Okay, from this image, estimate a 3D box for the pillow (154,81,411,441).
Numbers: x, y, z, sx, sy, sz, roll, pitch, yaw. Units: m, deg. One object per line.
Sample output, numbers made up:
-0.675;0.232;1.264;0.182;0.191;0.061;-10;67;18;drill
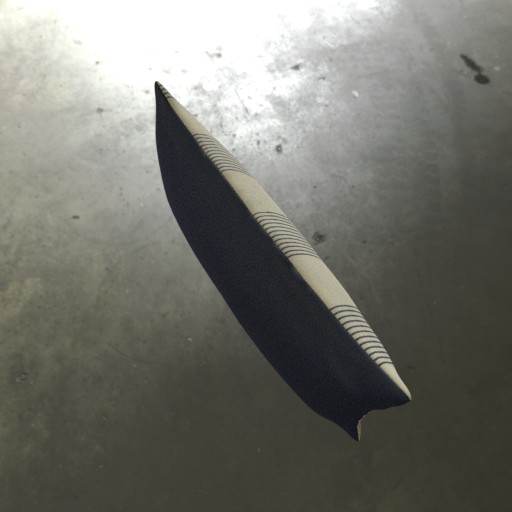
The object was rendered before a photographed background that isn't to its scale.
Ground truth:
0.000;0.000;0.713;0.151;0.287;0.610;-28;63;-16;pillow
